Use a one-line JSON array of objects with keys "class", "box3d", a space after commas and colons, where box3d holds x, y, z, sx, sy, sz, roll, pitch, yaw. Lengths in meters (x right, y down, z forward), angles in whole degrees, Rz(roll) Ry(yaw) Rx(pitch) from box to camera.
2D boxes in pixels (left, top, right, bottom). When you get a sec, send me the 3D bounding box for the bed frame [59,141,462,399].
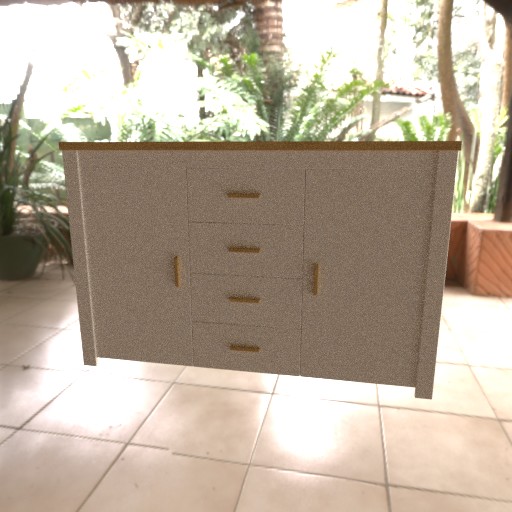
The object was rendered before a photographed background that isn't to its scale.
[{"class": "bed frame", "box3d": [0.000, 0.000, 1.709, 1.300, 0.850, 0.430, 3, 14, 11]}]
